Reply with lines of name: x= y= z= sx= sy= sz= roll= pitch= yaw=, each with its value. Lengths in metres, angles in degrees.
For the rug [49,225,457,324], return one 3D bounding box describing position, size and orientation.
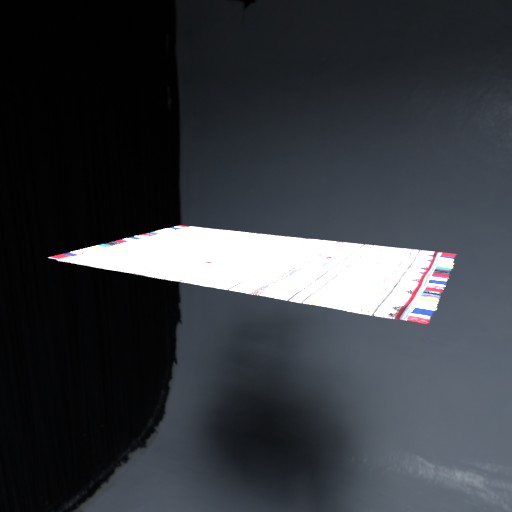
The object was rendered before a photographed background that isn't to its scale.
rug: x=0.000 y=0.000 z=3.063 sx=2.465 sy=0.012 sz=1.465 roll=7 pitch=16 yaw=27
